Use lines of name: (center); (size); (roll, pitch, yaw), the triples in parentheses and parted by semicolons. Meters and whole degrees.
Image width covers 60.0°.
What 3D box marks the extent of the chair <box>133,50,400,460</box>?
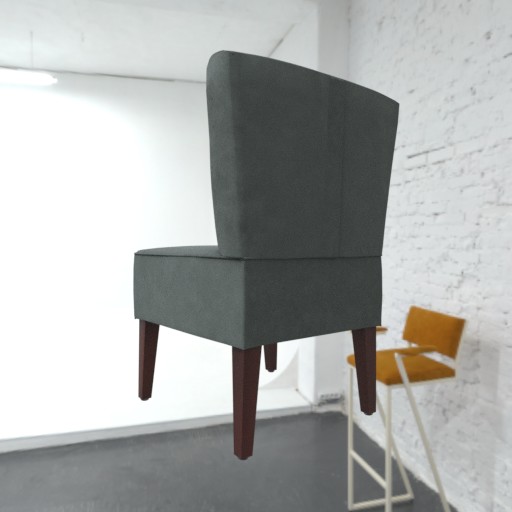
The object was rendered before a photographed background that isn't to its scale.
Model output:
chair: (0.000, 0.000, 1.180); (0.521, 0.806, 0.554); (-1, 2, -36)
